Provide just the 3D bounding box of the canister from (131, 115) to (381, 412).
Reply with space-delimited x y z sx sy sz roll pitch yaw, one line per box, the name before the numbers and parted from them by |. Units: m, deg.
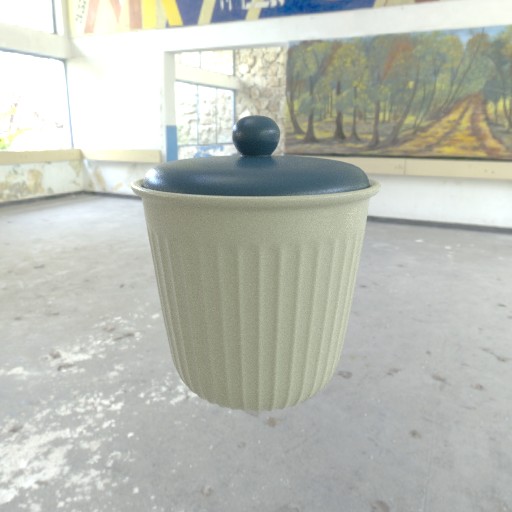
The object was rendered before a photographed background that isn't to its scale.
canister | 0.000 0.000 0.348 0.181 0.211 0.181 0 16 0
